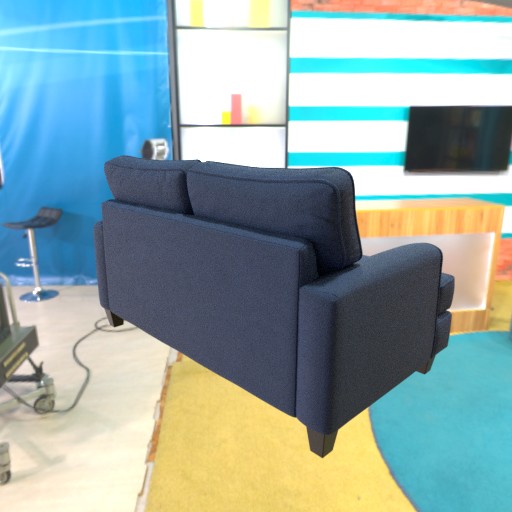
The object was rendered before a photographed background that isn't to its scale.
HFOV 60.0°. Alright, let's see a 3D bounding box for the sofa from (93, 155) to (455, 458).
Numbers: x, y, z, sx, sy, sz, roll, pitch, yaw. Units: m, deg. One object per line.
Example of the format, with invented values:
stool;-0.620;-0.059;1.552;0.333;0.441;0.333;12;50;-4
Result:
sofa;0.000;0.000;2.205;0.965;0.965;1.651;-14;21;-42
